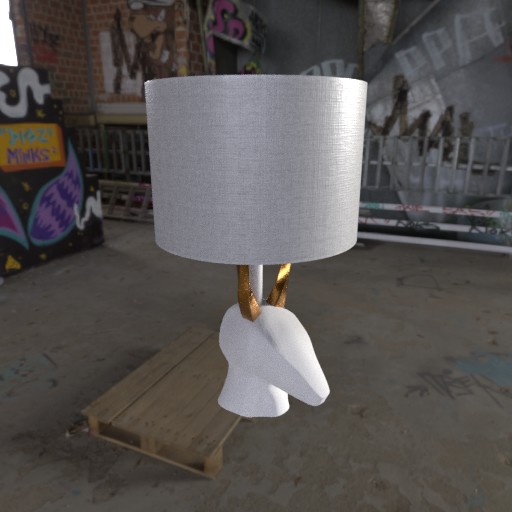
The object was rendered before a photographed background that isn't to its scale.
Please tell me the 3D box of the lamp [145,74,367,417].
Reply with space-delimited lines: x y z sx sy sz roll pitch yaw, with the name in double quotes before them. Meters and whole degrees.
"lamp" 0.000 0.000 0.682 0.298 0.503 0.298 16 23 42
